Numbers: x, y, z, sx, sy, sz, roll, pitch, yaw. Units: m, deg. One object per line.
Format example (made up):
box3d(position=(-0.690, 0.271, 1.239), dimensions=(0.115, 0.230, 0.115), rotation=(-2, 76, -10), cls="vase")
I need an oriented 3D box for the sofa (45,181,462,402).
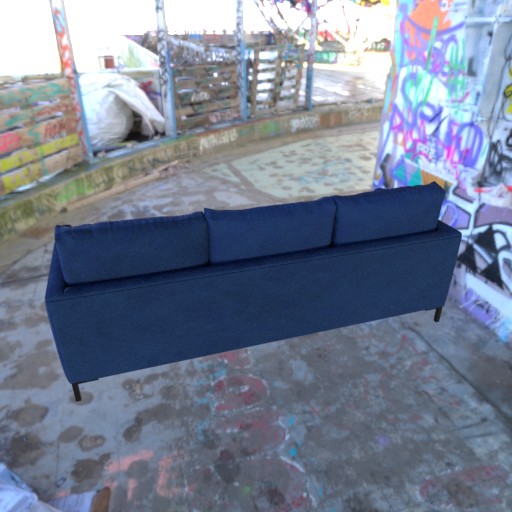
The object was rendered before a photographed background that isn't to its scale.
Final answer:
box3d(position=(0.000, 0.000, 2.680), dimensions=(2.252, 0.879, 0.875), rotation=(-9, 29, -16), cls="sofa")
